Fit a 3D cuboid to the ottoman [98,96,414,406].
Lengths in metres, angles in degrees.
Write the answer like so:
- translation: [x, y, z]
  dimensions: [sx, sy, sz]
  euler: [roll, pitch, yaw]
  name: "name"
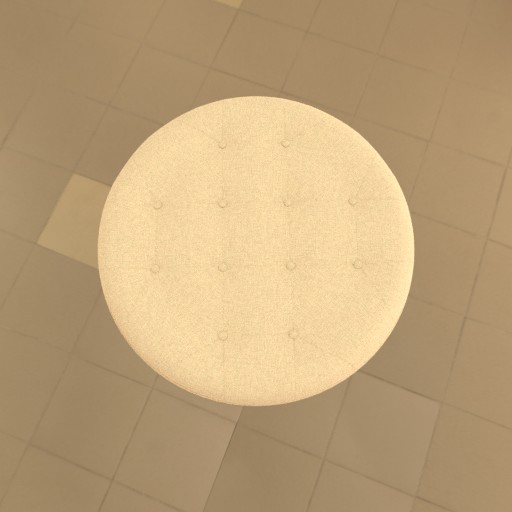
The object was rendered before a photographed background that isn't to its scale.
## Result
- translation: [0.000, 0.000, 1.359]
  dimensions: [0.848, 0.494, 0.848]
  euler: [0, 76, 0]
  name: "ottoman"
